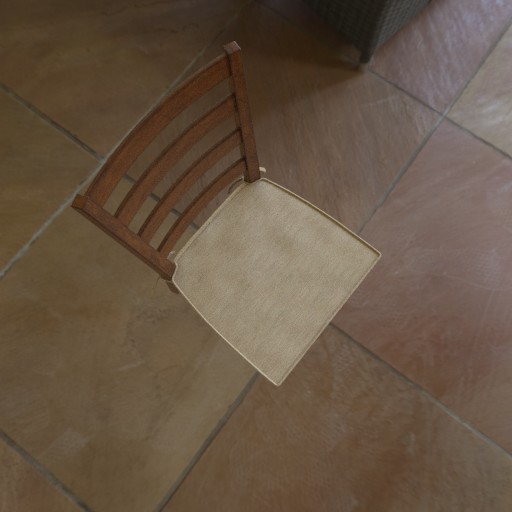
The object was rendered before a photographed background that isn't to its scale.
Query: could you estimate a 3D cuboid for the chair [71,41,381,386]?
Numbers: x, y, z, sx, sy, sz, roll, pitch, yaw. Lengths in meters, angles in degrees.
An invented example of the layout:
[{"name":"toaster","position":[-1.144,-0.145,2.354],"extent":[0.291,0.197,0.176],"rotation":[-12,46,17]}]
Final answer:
[{"name":"chair","position":[0.000,0.000,1.357],"extent":[0.595,0.979,0.593],"rotation":[39,79,9]}]
